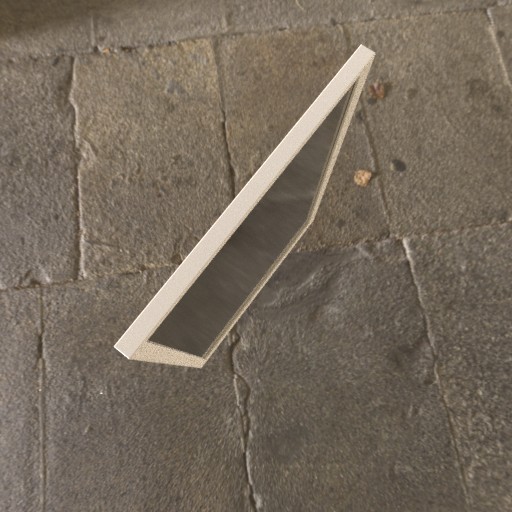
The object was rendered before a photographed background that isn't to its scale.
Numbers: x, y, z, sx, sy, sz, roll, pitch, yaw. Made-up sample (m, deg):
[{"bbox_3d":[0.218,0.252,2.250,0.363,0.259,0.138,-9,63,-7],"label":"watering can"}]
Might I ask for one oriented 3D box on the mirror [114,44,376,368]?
[{"bbox_3d":[0.000,0.000,1.319,0.040,1.016,0.762,36,78,9],"label":"mirror"}]
